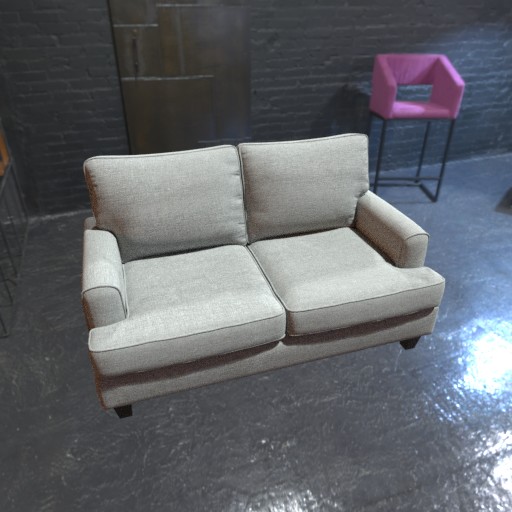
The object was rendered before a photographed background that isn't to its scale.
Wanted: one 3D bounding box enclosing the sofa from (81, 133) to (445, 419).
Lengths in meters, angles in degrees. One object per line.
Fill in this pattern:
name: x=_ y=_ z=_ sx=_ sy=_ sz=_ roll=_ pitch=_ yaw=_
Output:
sofa: x=0.000 y=0.000 z=2.245 sx=1.651 sy=0.965 sz=0.965 roll=-9 pitch=32 yaw=-15
